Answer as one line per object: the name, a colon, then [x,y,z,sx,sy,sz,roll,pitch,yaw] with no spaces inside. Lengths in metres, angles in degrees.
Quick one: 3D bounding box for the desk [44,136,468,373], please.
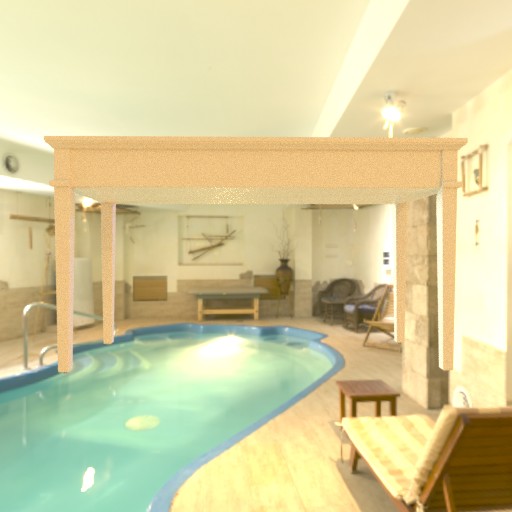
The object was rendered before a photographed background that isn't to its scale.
desk: [0.000,0.000,1.713,1.372,0.774,0.559,0,0,-1]
